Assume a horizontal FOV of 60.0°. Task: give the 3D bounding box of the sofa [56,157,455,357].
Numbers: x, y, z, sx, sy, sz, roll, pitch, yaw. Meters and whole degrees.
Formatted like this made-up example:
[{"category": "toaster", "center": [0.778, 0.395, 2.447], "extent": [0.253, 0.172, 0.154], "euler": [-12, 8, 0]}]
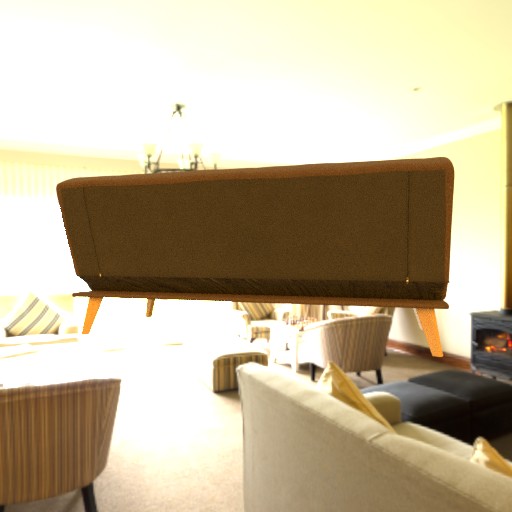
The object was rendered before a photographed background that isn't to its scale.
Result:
[{"category": "sofa", "center": [0.000, 0.000, 2.308], "extent": [1.800, 0.810, 0.860], "euler": [0, 0, 16]}]
